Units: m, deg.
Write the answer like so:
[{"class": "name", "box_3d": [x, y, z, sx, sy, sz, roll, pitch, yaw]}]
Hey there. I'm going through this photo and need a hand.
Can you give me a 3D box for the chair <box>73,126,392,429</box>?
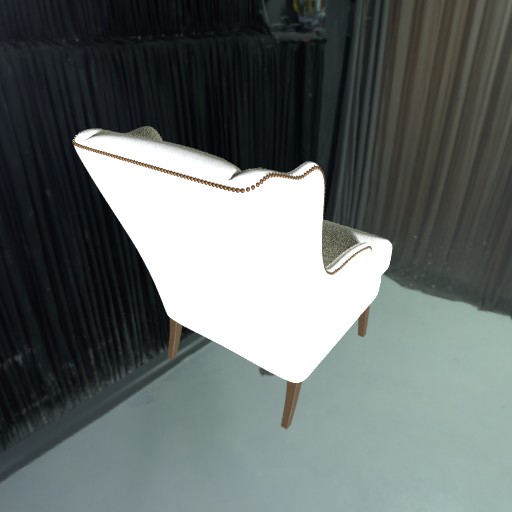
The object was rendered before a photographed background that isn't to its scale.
[{"class": "chair", "box_3d": [0.000, 0.000, 1.673, 0.737, 1.029, 0.940, 21, 36, 32]}]
